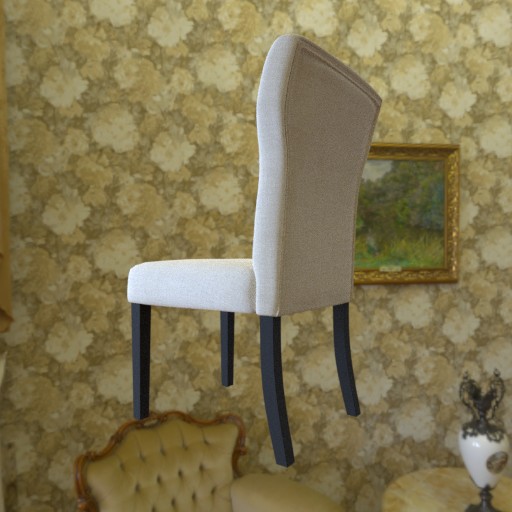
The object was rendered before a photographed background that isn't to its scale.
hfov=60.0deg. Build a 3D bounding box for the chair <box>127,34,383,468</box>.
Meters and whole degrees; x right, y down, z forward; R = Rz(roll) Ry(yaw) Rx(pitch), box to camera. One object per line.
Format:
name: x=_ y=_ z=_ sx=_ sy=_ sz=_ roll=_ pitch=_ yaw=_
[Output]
chair: x=0.000 y=0.000 z=1.255 sx=0.597 sy=0.921 sz=0.509 roll=0 pitch=0 yaw=36
